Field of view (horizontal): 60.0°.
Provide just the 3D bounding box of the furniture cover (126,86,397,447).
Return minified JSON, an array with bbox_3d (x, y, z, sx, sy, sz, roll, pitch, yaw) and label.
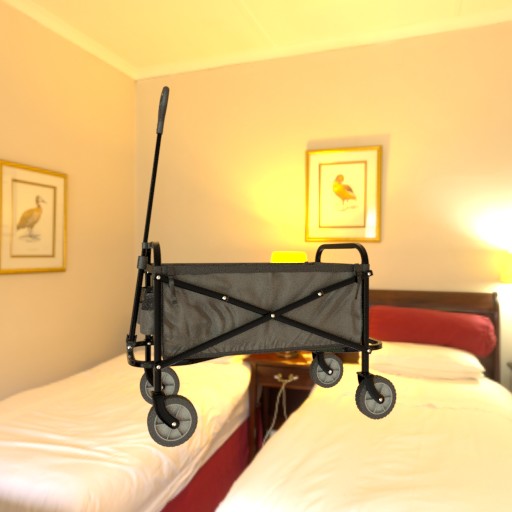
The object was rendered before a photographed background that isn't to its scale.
[{"bbox_3d":[0.000,0.000,1.838,1.038,1.295,0.532,0,0,-18],"label":"furniture cover"}]
